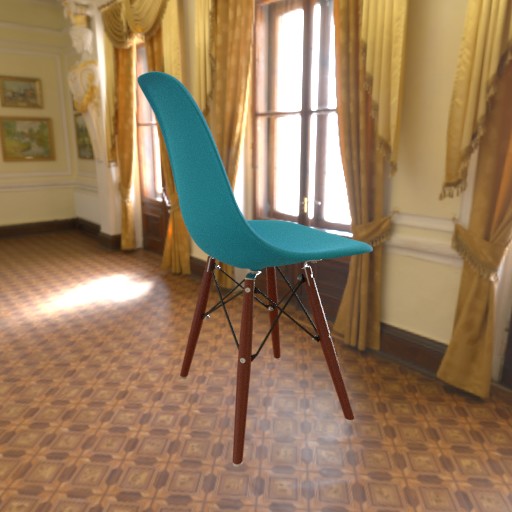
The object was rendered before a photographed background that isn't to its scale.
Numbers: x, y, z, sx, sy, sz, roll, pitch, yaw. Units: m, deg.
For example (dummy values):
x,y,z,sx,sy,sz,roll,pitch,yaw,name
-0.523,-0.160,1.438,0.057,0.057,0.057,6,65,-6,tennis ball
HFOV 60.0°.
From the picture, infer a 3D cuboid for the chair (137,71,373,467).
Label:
x,y,z,sx,sy,sz,roll,pitch,yaw,name
0.000,0.000,1.126,0.533,0.826,0.470,-7,16,-26,chair
